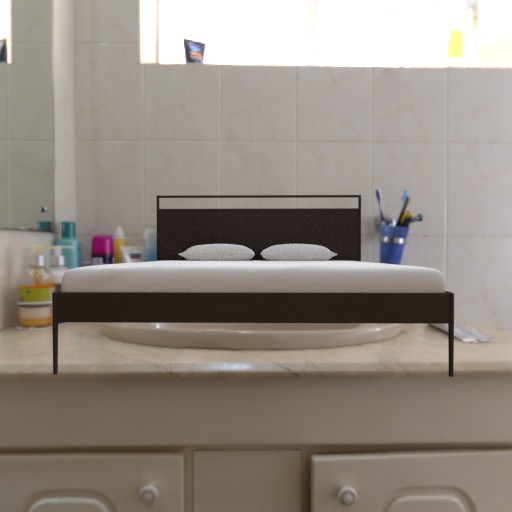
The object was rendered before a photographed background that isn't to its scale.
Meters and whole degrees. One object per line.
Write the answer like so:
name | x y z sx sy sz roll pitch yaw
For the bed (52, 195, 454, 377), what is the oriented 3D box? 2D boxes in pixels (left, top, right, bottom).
bed | 0.000 0.000 3.261 1.993 1.173 2.151 0 0 1
